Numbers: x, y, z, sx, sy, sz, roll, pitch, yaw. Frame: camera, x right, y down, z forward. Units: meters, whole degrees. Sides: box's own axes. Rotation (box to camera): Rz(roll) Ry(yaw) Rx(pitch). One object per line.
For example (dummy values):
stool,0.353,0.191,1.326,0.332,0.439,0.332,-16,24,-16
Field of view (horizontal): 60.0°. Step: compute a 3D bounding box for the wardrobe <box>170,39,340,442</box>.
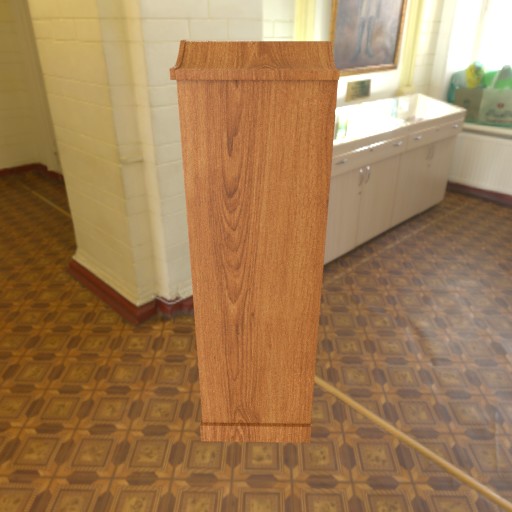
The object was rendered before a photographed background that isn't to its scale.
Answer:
wardrobe,0.000,0.000,2.133,0.570,1.870,0.590,0,27,1
